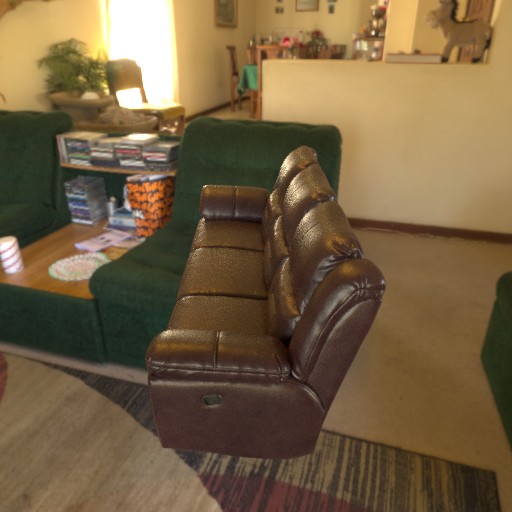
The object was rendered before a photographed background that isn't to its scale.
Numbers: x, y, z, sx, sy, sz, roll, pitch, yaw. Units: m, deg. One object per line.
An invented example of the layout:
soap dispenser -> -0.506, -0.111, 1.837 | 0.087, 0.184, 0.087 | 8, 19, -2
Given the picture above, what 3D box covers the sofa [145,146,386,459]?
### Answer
sofa -> 0.000, 0.000, 2.826 | 0.991, 1.043, 2.337 | 0, 26, 0
